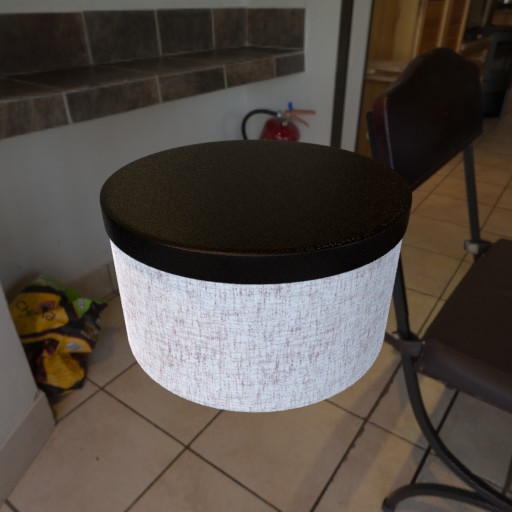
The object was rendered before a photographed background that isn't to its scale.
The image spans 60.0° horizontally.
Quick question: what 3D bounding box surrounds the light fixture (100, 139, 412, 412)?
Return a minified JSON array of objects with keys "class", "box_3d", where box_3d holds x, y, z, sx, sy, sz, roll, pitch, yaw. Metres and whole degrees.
[{"class":"light fixture","box_3d":[0.000,0.000,0.632,0.389,0.229,0.389,0,30,0]}]
